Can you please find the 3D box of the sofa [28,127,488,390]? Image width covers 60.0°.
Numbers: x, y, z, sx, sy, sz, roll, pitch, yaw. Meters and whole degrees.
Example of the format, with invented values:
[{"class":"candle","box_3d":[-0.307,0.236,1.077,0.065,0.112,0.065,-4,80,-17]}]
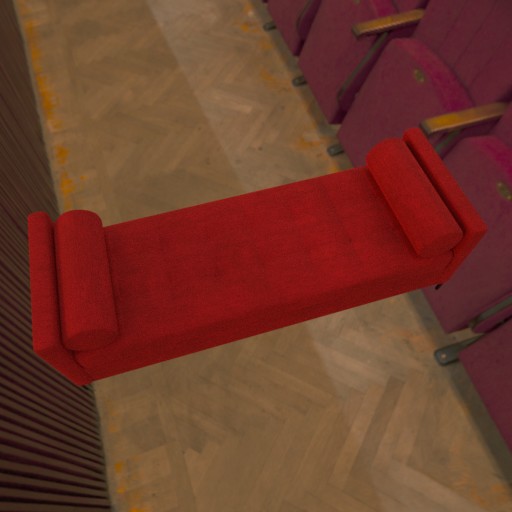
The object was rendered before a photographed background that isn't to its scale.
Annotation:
[{"class":"sofa","box_3d":[0.000,0.000,2.256,1.981,0.635,0.686,-14,60,-8]}]
